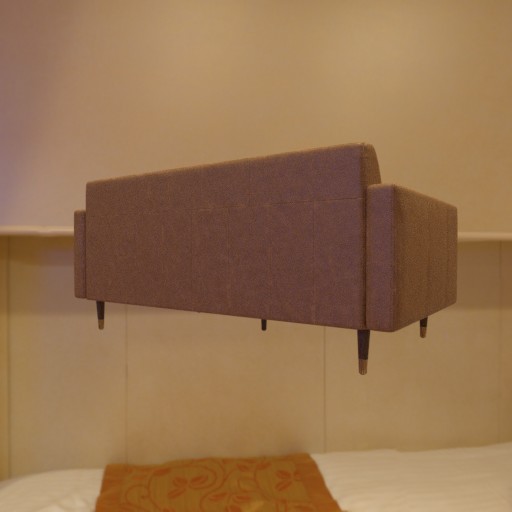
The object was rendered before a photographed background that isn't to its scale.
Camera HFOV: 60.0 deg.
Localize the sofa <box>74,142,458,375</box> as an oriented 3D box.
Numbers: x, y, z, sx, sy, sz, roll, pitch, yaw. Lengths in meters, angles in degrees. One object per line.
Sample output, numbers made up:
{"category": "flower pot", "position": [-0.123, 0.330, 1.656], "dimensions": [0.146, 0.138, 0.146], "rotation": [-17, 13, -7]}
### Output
{"category": "sofa", "position": [0.000, 0.000, 2.358], "dimensions": [1.847, 0.821, 0.993], "rotation": [1, 1, 35]}
